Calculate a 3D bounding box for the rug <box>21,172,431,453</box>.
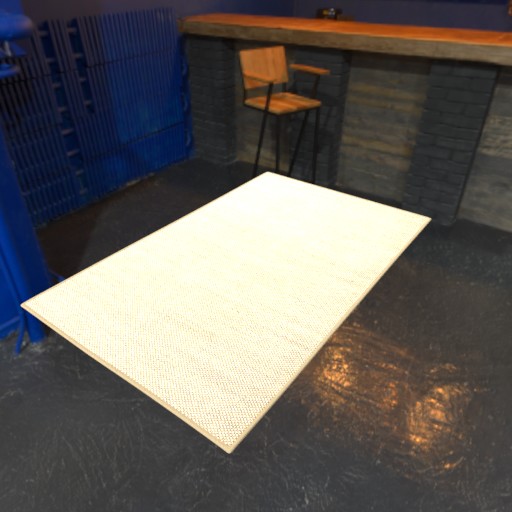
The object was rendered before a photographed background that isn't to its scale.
[{"bbox_3d":[0.000,0.000,2.024,1.062,0.013,1.667,22,39,30],"label":"rug"}]
